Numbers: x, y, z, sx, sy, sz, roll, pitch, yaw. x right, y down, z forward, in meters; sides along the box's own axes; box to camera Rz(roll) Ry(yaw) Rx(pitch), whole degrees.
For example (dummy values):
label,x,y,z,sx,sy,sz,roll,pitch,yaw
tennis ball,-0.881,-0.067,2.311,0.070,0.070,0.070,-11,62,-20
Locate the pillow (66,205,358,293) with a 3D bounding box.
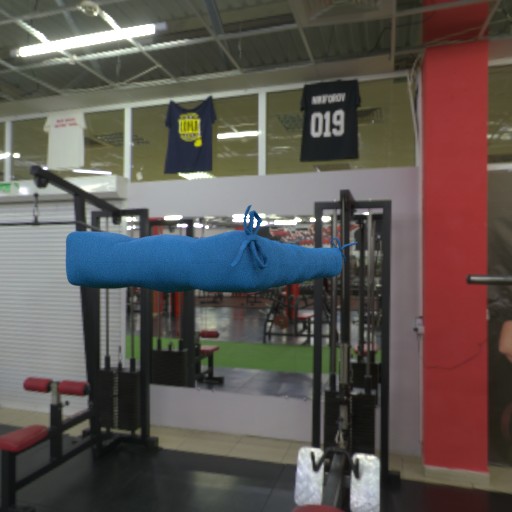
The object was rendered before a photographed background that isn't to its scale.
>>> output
label,x,y,z,sx,sy,sz,roll,pitch,yaw
pillow,0.000,0.000,1.386,0.511,0.174,1.194,0,-1,19
